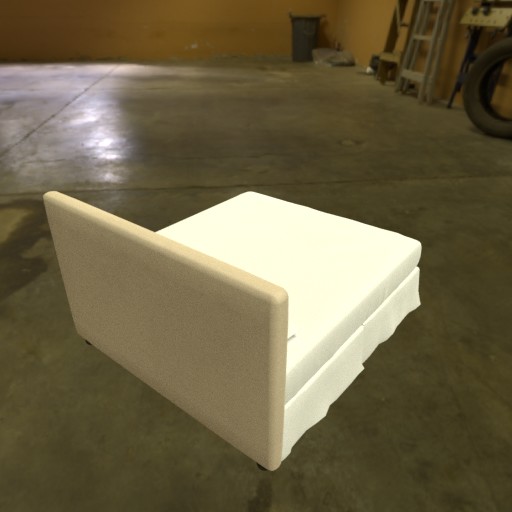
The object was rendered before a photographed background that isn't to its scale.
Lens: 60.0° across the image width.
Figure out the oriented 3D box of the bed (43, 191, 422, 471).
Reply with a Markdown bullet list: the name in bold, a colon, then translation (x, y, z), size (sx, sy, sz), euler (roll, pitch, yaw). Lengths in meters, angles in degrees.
- **bed**: translation (0.000, 0.000, 3.611), size (2.119, 1.317, 2.319), euler (21, 36, 33)
